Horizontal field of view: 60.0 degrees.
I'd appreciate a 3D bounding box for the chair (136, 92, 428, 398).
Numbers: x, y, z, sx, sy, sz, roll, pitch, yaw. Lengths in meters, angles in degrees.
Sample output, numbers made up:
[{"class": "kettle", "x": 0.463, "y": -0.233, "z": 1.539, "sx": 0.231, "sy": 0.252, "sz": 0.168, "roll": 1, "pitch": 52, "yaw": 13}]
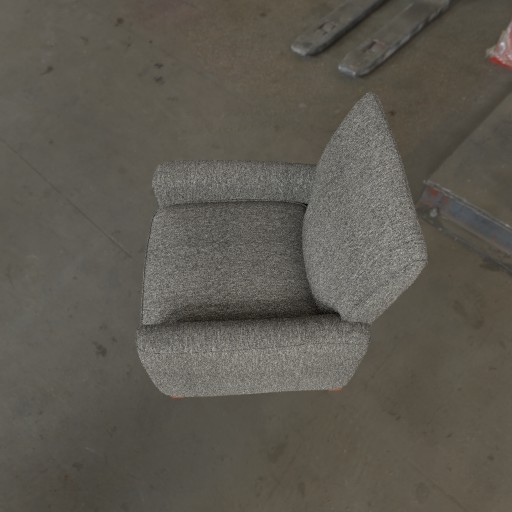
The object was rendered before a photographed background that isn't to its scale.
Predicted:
[{"class": "chair", "x": 0.000, "y": 0.000, "z": 1.671, "sx": 0.864, "sy": 1.014, "sz": 0.848, "roll": -2, "pitch": 57, "yaw": -1}]
